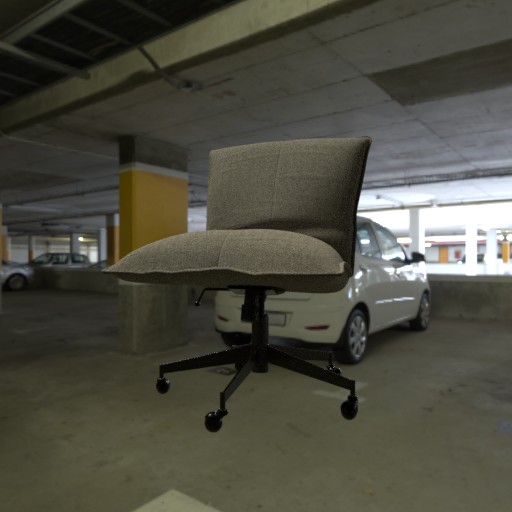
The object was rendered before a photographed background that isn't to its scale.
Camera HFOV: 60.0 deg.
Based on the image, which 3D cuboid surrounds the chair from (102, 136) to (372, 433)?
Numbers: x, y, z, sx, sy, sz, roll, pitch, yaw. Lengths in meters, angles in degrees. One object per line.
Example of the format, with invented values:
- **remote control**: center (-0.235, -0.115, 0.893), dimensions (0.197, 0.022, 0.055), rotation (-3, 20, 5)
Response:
- **chair**: center (0.000, 0.000, 1.270), dimensions (0.597, 0.811, 0.696), rotation (0, 0, 19)
